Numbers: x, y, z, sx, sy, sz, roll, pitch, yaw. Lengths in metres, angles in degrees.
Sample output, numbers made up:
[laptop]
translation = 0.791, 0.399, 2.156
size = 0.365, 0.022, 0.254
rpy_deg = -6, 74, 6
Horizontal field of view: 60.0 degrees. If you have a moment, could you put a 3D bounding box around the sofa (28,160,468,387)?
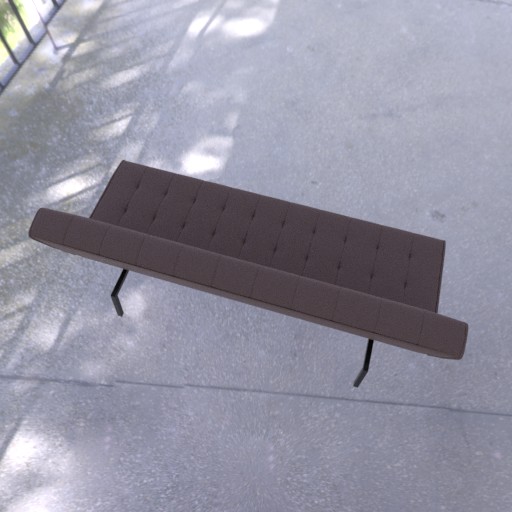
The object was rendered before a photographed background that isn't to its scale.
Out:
[sofa]
translation = 0.000, 0.000, 2.076
size = 1.703, 0.699, 0.747
rpy_deg = 15, 64, 7
